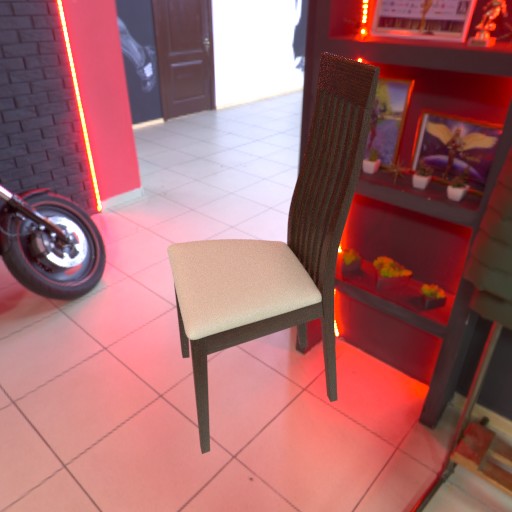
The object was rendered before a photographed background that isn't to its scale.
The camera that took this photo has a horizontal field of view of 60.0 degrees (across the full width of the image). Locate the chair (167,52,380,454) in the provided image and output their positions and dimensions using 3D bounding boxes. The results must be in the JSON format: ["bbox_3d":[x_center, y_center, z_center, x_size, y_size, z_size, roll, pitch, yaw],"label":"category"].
[{"bbox_3d":[0.000,0.000,1.271,0.474,1.027,0.460,-8,32,-14],"label":"chair"}]
